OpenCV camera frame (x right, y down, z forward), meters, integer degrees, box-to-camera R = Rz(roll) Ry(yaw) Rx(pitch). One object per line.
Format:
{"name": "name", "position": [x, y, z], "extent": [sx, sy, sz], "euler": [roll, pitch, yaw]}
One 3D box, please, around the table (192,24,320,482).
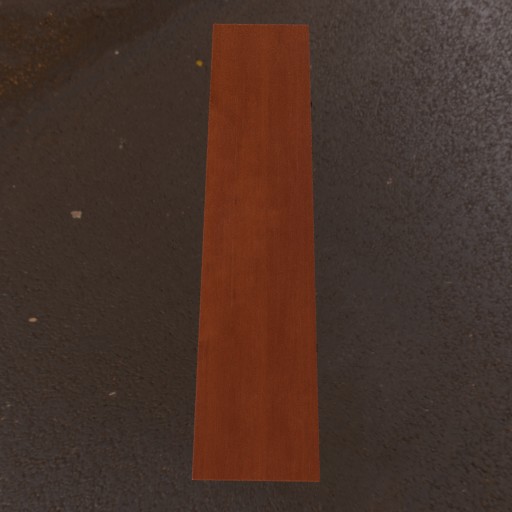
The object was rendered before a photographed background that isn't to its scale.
{"name": "table", "position": [0.000, 0.000, 1.471], "extent": [0.308, 0.698, 1.220], "euler": [1, 74, 0]}
